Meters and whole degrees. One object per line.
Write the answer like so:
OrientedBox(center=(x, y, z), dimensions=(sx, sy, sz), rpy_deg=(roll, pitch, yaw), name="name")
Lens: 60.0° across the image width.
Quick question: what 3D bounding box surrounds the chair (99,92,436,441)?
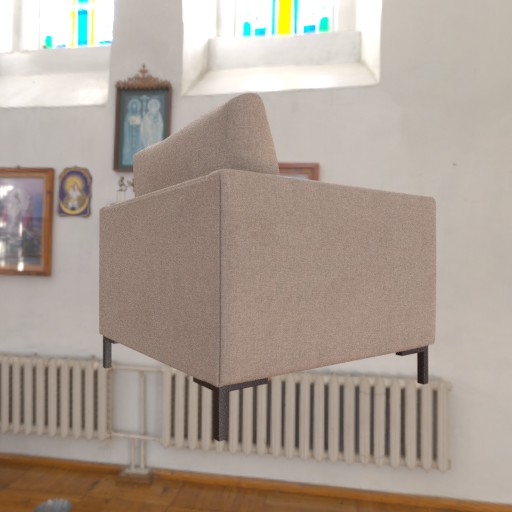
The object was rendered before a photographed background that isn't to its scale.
OrientedBox(center=(0.000, 0.000, 1.618), dimensions=(0.866, 0.861, 0.963), rpy_deg=(0, -1, -36), name="chair")
